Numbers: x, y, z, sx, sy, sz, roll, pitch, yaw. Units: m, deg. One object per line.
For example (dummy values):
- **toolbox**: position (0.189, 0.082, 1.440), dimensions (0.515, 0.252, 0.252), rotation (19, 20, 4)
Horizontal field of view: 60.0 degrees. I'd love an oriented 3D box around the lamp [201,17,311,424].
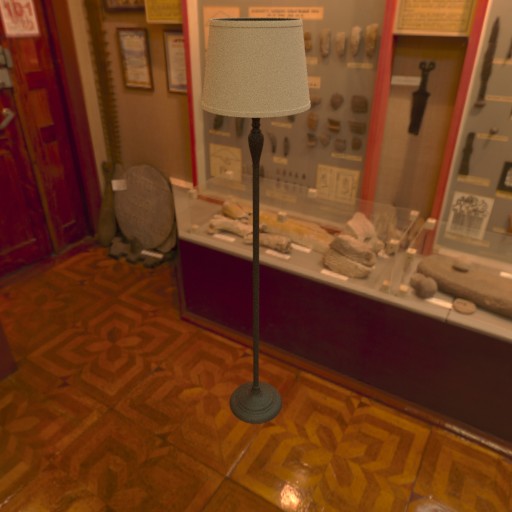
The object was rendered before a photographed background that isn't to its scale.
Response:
- **lamp**: position (0.000, 0.000, 1.597), dimensions (0.327, 1.506, 0.327), rotation (18, 35, 28)
